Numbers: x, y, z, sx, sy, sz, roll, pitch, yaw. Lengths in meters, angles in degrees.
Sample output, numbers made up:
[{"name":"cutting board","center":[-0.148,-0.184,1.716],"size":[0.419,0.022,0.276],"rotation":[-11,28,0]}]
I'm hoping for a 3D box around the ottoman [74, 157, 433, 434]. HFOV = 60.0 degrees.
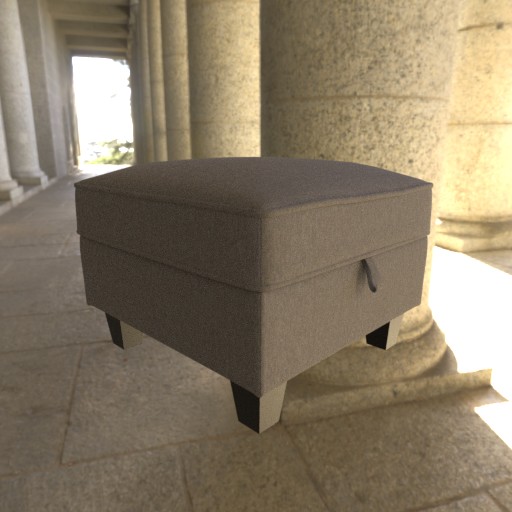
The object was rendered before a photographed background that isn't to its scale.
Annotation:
[{"name":"ottoman","center":[0.000,0.000,1.411],"size":[0.871,0.612,0.808],"rotation":[14,20,43]}]
